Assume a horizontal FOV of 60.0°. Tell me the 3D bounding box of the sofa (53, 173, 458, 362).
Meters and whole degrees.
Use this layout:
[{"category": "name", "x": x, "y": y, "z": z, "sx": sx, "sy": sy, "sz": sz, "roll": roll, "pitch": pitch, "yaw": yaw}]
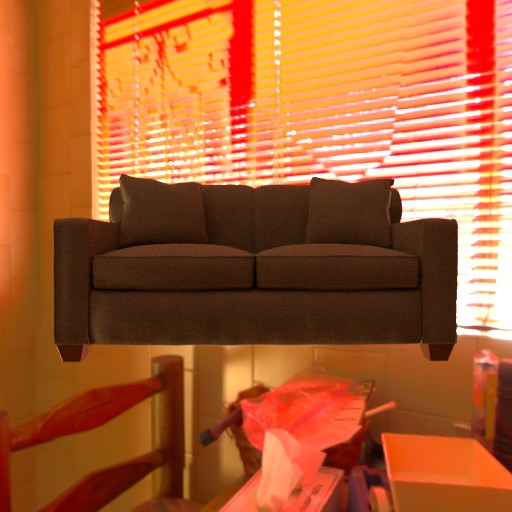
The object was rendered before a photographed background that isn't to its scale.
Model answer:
[{"category": "sofa", "x": 0.000, "y": 0.000, "z": 2.452, "sx": 1.846, "sy": 0.958, "sz": 1.000, "roll": 0, "pitch": 1, "yaw": -1}]
